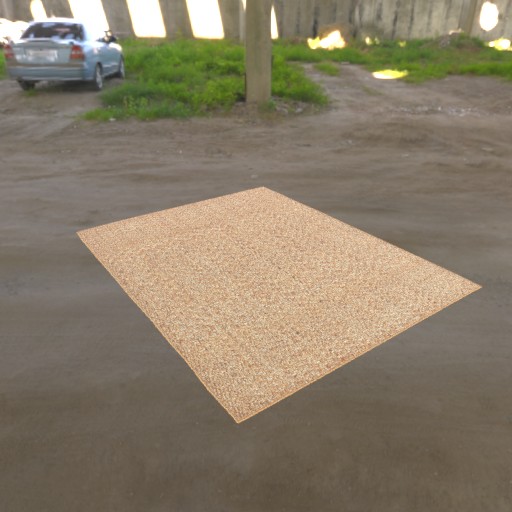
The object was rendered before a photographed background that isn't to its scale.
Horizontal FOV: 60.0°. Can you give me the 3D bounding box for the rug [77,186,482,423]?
[{"bbox_3d":[0.000,0.000,4.129,2.439,0.013,3.048,-19,33,-31],"label":"rug"}]
